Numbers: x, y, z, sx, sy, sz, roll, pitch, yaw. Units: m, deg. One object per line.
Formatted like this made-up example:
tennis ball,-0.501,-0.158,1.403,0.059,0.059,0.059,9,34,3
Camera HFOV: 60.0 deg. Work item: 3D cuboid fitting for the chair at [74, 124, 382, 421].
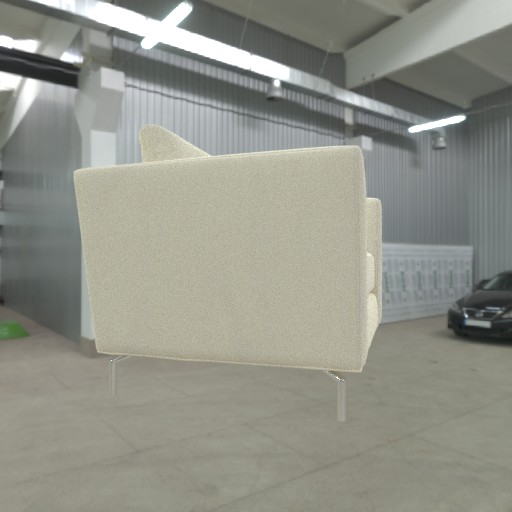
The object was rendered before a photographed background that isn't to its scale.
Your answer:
chair,0.000,0.000,1.694,0.889,0.865,1.041,0,-1,18
